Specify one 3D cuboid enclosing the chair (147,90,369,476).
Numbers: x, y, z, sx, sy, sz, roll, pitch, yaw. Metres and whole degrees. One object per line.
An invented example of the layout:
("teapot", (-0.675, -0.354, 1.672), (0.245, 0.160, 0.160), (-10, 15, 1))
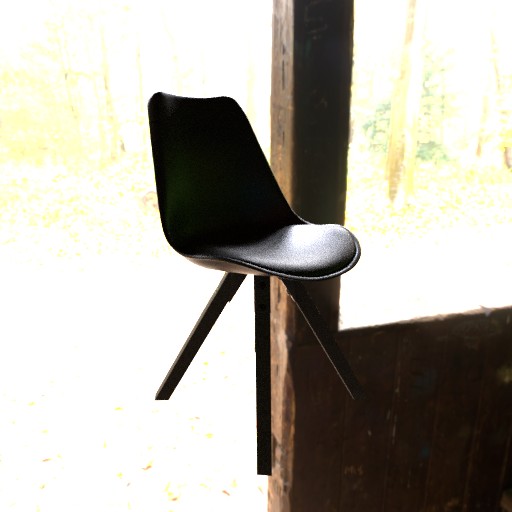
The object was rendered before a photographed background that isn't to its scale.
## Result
("chair", (0.000, 0.000, 1.189), (0.530, 0.850, 0.485), (15, 21, 42))
